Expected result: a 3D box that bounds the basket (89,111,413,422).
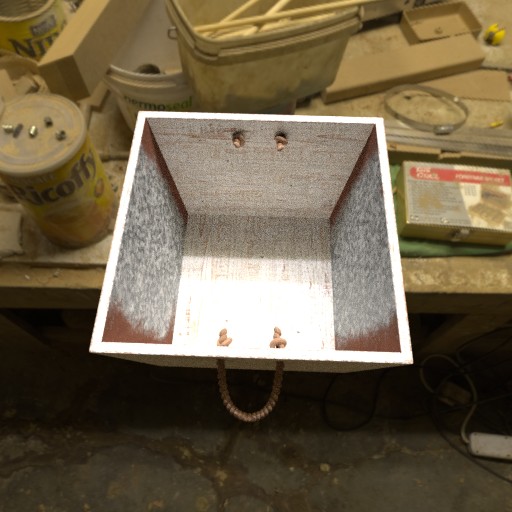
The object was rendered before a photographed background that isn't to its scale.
[{"bbox_3d":[0.000,0.000,0.766,0.413,0.247,0.545,2,63,1],"label":"basket"}]
